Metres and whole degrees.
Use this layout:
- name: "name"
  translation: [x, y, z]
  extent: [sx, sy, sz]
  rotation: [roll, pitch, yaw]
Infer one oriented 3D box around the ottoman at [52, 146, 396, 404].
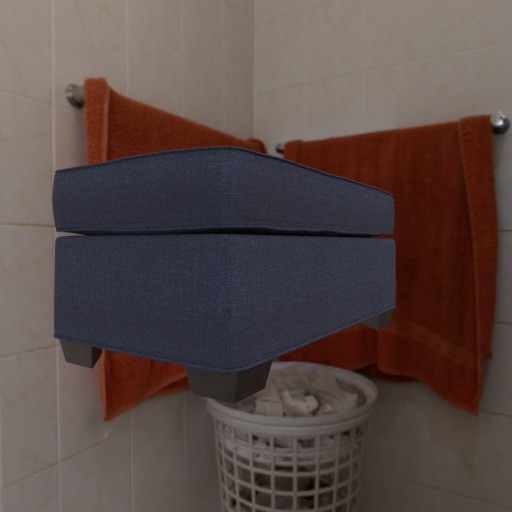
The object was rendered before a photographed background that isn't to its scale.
- name: "ottoman"
  translation: [0.000, 0.000, 1.175]
  extent: [0.505, 0.453, 0.895]
  rotation: [1, 2, 34]
